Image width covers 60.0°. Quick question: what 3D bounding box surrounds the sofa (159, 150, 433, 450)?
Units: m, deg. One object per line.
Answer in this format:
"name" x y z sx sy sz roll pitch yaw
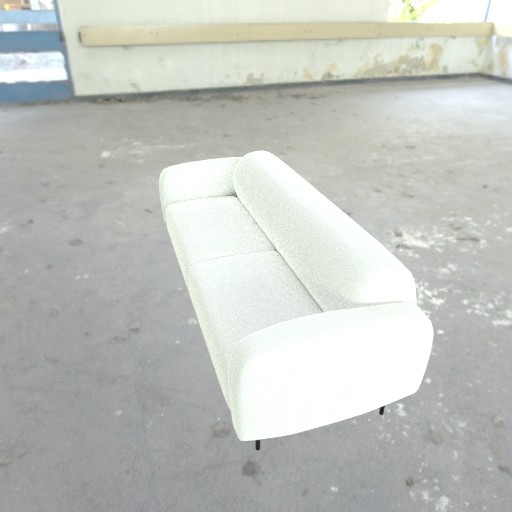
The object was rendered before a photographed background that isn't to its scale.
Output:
"sofa" 0.000 0.000 2.668 0.870 0.780 2.280 -9 31 -16
